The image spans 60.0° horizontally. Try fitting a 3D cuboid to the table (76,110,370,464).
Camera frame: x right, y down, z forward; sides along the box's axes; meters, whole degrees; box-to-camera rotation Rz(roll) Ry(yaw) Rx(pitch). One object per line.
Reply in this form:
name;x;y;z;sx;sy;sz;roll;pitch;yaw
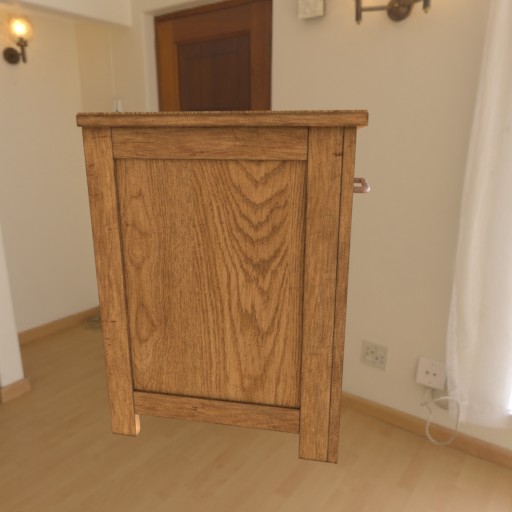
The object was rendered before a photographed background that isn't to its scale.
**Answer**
table;0.000;0.000;1.051;0.494;0.625;0.601;3;16;11
